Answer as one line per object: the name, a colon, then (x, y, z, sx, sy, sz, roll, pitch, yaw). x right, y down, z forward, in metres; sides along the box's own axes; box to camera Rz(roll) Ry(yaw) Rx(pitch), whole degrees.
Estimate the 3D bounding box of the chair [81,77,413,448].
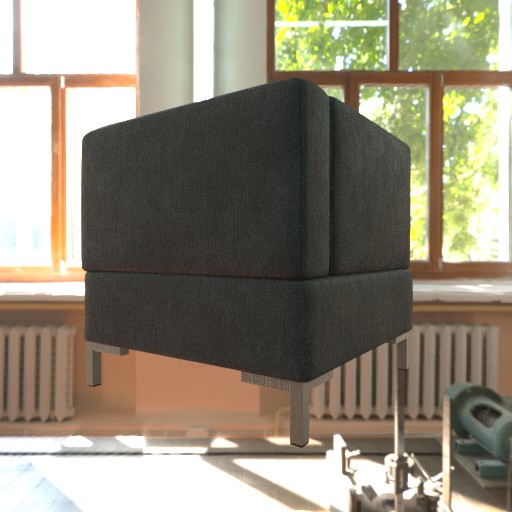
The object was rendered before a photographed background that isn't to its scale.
chair: (0.000, 0.000, 1.215, 0.680, 0.660, 0.680, 0, 1, 35)
